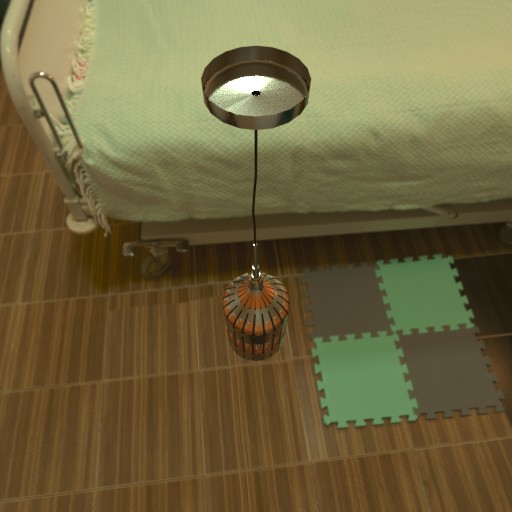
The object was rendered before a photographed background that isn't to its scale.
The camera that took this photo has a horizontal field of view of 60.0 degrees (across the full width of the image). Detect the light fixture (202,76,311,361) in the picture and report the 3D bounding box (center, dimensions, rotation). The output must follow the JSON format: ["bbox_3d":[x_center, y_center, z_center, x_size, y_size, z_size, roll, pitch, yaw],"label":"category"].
[{"bbox_3d":[0.000,0.000,1.656,0.303,1.535,0.303,0,58,0],"label":"light fixture"}]
